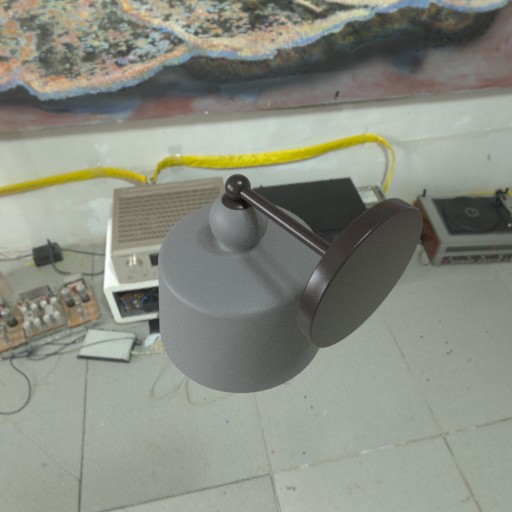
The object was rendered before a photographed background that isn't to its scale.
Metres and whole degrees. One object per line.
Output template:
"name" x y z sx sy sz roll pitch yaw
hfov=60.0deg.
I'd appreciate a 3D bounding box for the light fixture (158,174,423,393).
"light fixture" 0.000 0.000 0.445 0.204 0.268 0.254 -32 54 -27
